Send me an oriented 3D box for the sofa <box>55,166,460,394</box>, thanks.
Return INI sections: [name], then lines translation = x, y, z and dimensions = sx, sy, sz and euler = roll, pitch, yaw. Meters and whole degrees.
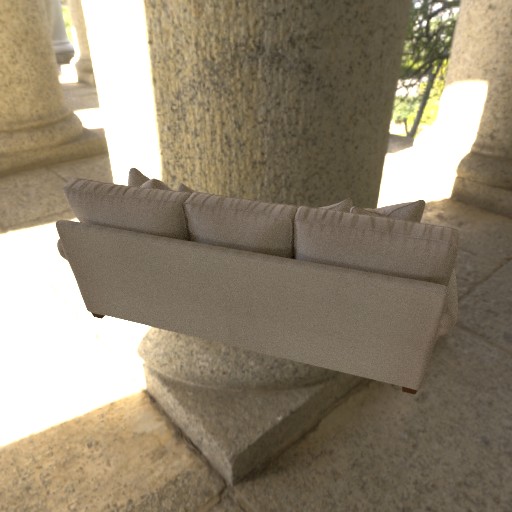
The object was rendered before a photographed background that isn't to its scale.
[sofa]
translation = 0.000, 0.000, 2.791
dimensions = 2.312, 0.975, 0.965
euler = 10, 32, 16
